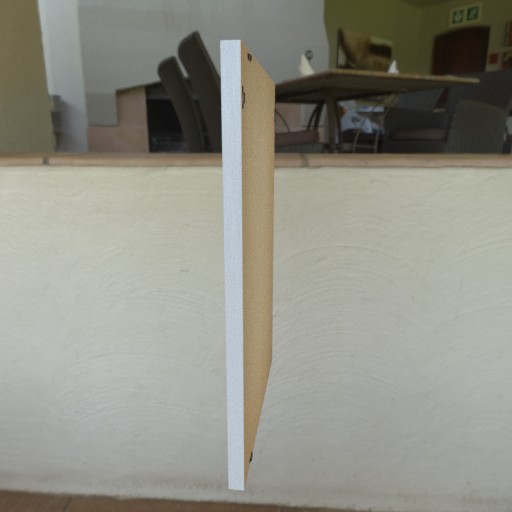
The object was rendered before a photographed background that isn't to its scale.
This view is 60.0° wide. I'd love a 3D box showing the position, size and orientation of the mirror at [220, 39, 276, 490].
[{"bbox_3d":[0.000,0.000,1.159,0.040,0.915,0.609,2,15,8],"label":"mirror"}]
